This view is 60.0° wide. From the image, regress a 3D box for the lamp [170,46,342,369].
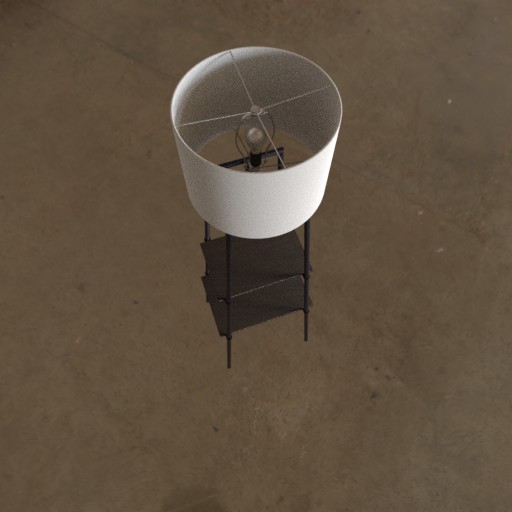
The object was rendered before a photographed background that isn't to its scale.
[{"bbox_3d":[0.000,0.000,1.626,0.427,1.474,0.384,-17,65,-9],"label":"lamp"}]
